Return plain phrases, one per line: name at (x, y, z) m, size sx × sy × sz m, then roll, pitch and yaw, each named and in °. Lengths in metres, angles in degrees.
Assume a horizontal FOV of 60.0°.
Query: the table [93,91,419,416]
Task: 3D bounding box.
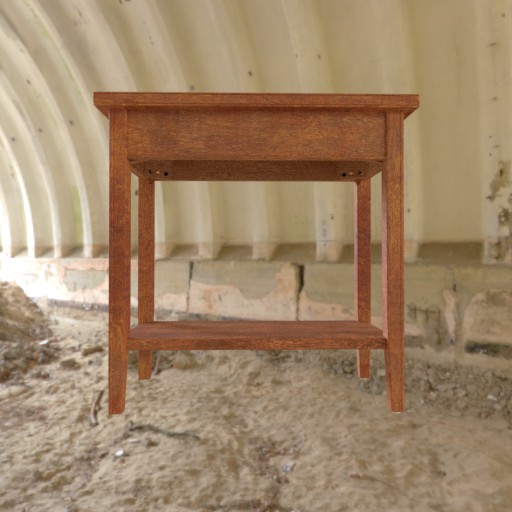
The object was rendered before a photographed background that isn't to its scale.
table at (0.000, 0.000, 0.978) m, size 0.610 × 0.610 × 0.305 m, roll 0°, pitch 0°, yaw -1°
